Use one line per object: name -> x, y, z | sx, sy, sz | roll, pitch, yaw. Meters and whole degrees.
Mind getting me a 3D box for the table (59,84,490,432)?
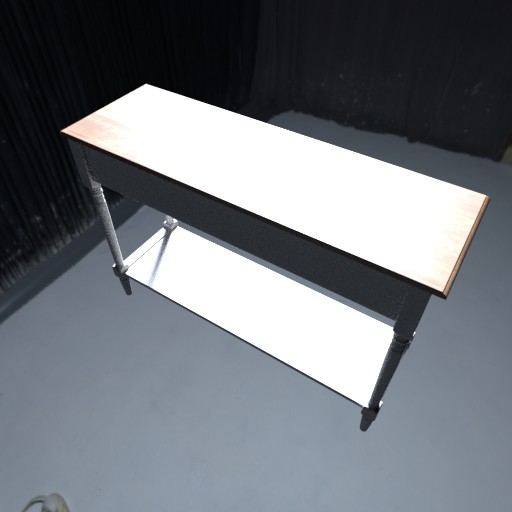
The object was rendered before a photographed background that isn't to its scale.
table -> 0.000, 0.000, 1.564 | 1.219, 0.800, 0.399 | 25, 51, 22
